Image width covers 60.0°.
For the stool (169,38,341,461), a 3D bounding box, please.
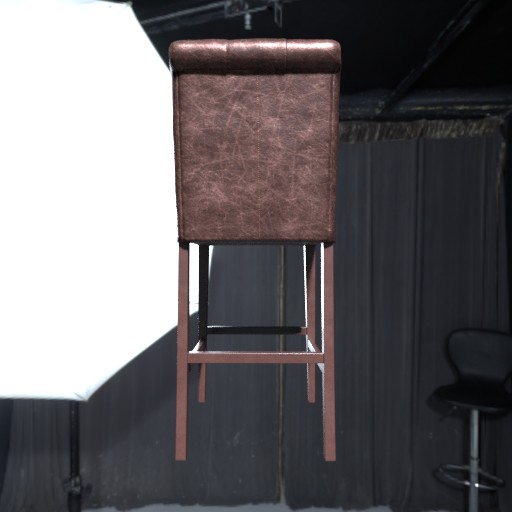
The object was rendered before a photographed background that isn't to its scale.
[{"bbox_3d":[0.000,0.000,1.488,0.483,1.168,0.659,0,0,1],"label":"stool"}]
